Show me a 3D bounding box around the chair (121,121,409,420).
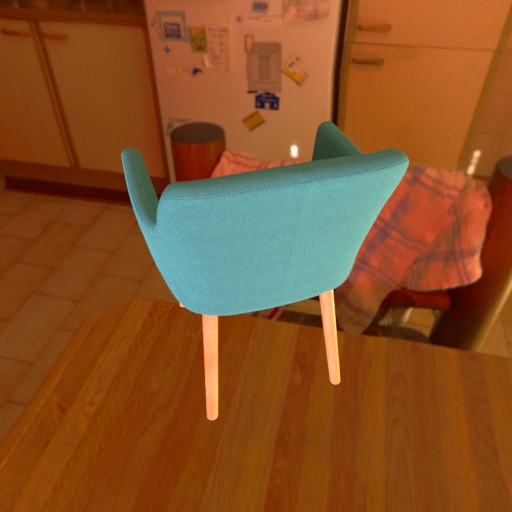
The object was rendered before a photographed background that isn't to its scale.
[{"bbox_3d":[0.000,0.000,1.162,0.570,0.780,0.540,-11,42,-13],"label":"chair"}]
